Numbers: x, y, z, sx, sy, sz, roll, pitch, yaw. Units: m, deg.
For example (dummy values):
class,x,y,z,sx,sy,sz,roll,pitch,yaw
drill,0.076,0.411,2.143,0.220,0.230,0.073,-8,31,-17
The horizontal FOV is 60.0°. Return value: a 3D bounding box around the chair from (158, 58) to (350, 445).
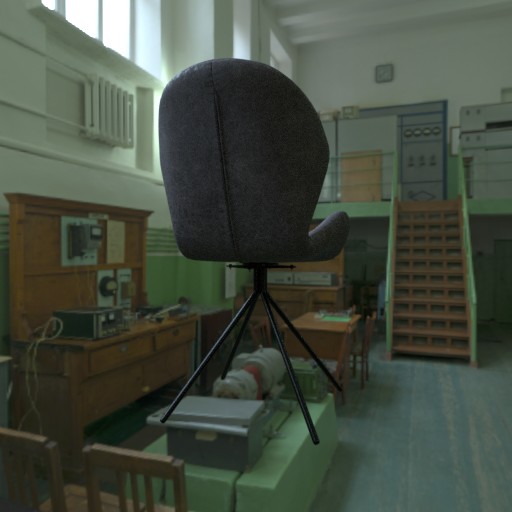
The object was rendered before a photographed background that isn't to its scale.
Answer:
class,x,y,z,sx,sy,sz,roll,pitch,yaw
chair,0.000,0.000,1.328,0.527,0.934,0.640,0,1,19
